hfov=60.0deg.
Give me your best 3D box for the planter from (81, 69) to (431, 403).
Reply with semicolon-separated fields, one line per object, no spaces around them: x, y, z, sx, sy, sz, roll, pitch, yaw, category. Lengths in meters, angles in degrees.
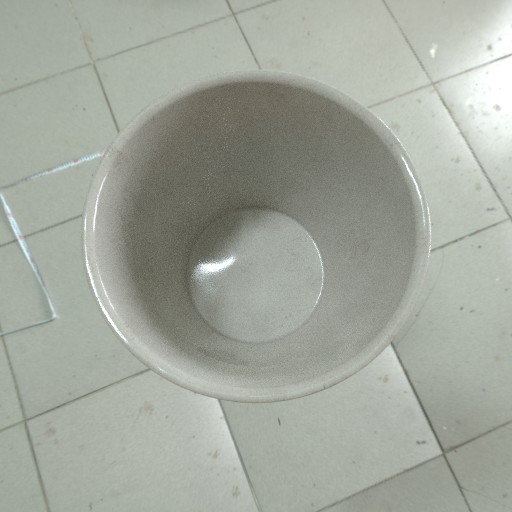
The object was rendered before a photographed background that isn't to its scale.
0.000;0.000;0.436;0.260;0.220;0.260;0;76;0;planter
